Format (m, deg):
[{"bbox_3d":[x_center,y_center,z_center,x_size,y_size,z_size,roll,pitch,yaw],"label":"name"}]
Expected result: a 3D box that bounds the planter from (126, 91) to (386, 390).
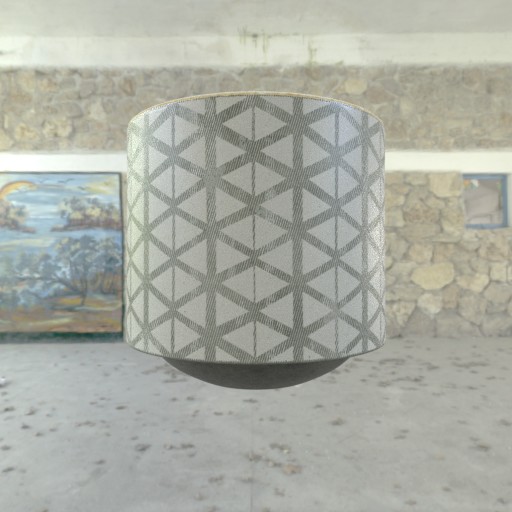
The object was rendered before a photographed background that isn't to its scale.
[{"bbox_3d":[0.000,0.000,0.447,0.250,0.239,0.250,0,-1,0],"label":"planter"}]
